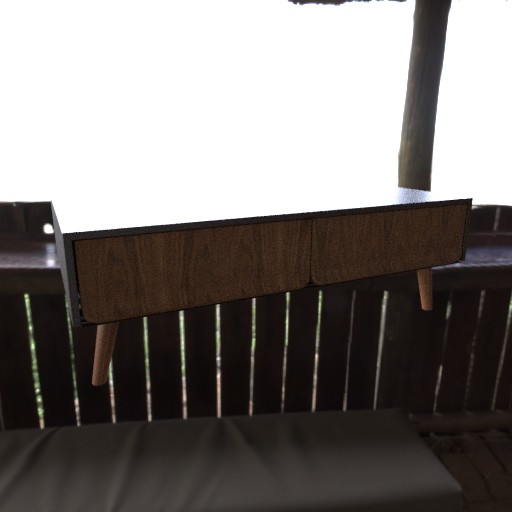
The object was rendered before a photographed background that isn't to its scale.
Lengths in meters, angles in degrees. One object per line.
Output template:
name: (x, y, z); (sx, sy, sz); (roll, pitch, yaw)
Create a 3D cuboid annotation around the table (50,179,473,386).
table: (0.000, 0.000, 1.495); (1.201, 0.404, 0.703); (-7, 17, -25)
